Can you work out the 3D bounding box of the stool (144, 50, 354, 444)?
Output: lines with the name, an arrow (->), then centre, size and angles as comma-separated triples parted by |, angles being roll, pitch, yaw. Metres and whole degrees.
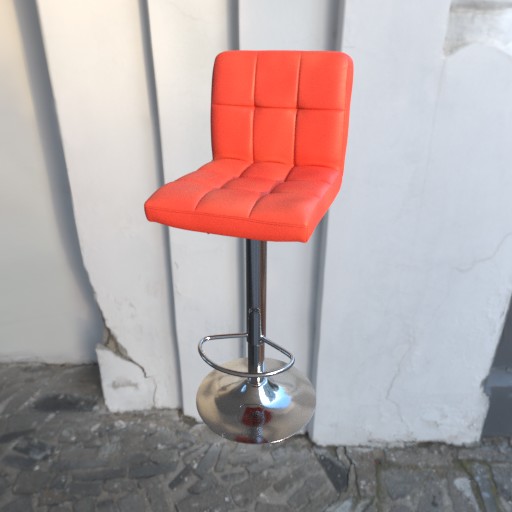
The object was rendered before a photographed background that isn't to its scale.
stool -> 0.000, 0.000, 1.332 | 0.430, 1.115, 0.505 | 9, 27, 17
